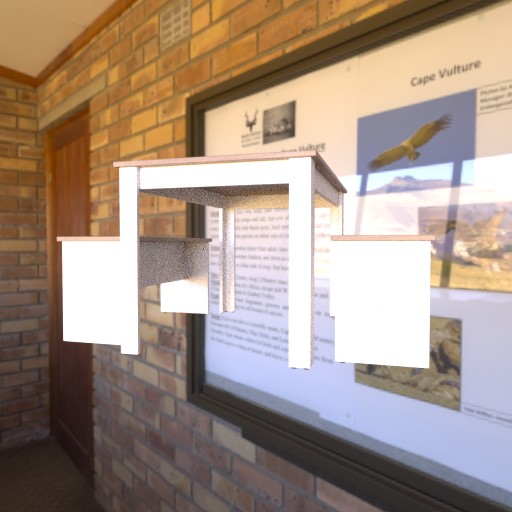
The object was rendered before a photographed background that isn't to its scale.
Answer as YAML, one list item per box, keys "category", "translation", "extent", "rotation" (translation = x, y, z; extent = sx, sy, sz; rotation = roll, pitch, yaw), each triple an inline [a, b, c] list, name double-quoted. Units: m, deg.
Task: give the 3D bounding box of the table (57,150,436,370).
- category: "table"
  translation: [0.000, 0.000, 2.022]
  extent: [1.443, 0.700, 1.100]
  rotation: [0, 2, 17]
